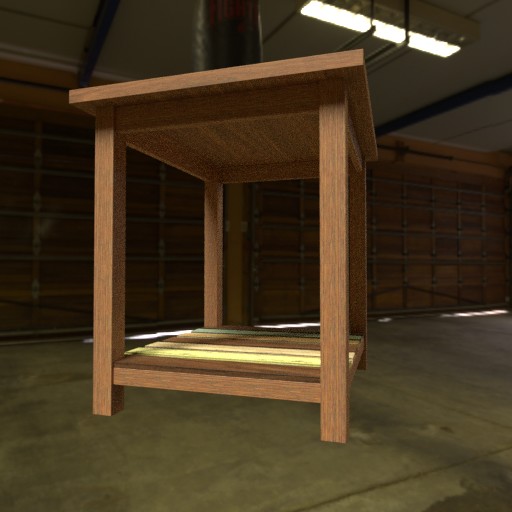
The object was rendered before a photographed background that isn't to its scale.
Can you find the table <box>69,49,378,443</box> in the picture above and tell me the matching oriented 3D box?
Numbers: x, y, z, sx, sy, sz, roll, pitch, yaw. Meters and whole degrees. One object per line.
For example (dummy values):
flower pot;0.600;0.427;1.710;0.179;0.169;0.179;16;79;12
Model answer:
table;0.000;0.000;1.090;0.559;0.635;0.660;0;-1;17
